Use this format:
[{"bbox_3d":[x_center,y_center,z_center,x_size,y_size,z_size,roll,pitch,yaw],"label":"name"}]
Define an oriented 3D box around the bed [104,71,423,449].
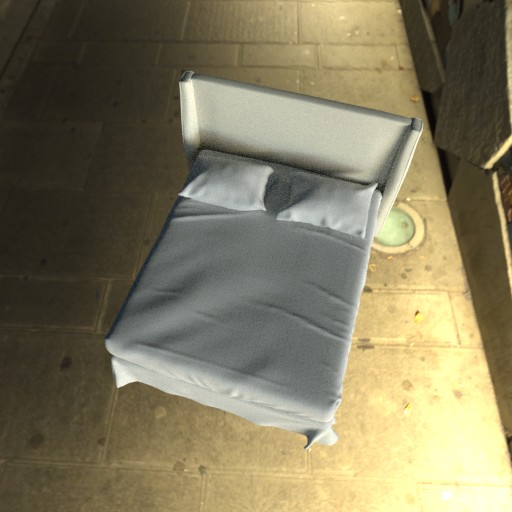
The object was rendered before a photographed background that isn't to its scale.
[{"bbox_3d":[0.000,0.000,3.429,1.925,1.332,2.276,15,60,9],"label":"bed"}]
